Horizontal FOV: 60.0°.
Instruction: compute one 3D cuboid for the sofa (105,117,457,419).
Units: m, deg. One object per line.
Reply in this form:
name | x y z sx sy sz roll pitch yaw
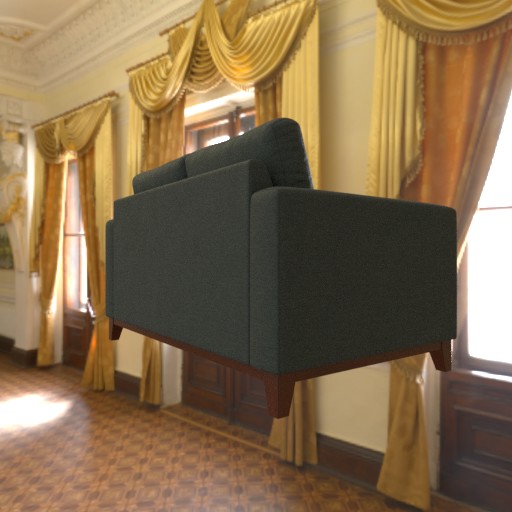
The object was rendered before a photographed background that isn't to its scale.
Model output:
sofa | 0.000 0.000 2.078 0.955 0.903 1.489 0 0 -36
